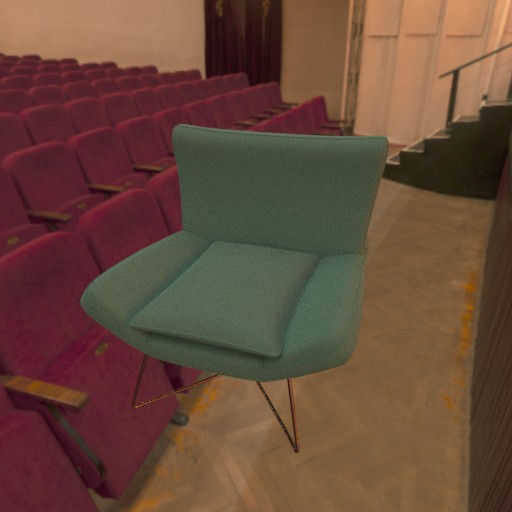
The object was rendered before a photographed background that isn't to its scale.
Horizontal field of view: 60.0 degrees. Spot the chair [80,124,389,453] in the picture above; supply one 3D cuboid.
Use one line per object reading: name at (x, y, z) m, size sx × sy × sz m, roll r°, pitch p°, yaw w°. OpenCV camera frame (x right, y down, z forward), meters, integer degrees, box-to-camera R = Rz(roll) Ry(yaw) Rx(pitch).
chair at (0.000, 0.000, 1.669) m, size 0.859 × 0.855 × 1.008 m, roll 8°, pitch 27°, yaw 17°
